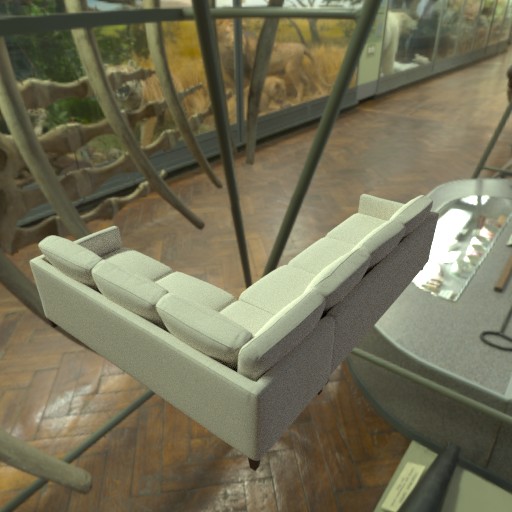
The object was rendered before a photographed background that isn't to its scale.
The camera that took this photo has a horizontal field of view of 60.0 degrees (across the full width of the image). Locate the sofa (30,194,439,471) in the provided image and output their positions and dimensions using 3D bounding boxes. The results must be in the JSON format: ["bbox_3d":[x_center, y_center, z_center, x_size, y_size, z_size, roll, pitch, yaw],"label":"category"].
[{"bbox_3d":[0.000,0.000,4.466,2.593,0.947,3.302,21,36,32],"label":"sofa"}]
